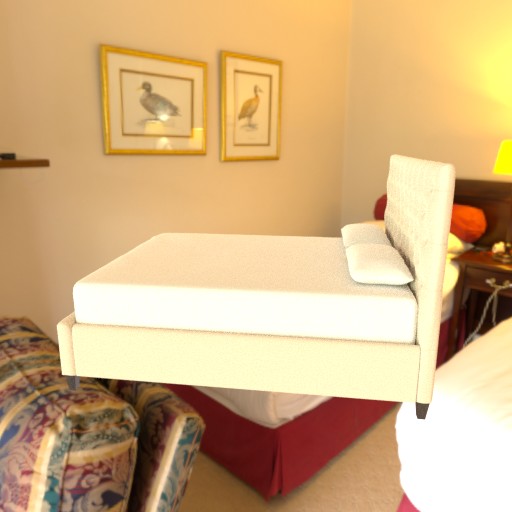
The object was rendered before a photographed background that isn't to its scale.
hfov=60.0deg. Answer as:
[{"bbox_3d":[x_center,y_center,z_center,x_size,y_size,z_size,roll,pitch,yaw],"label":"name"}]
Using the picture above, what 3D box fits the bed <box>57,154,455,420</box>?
[{"bbox_3d":[0.000,0.000,3.271,2.233,1.426,1.696,2,15,8],"label":"bed"}]
